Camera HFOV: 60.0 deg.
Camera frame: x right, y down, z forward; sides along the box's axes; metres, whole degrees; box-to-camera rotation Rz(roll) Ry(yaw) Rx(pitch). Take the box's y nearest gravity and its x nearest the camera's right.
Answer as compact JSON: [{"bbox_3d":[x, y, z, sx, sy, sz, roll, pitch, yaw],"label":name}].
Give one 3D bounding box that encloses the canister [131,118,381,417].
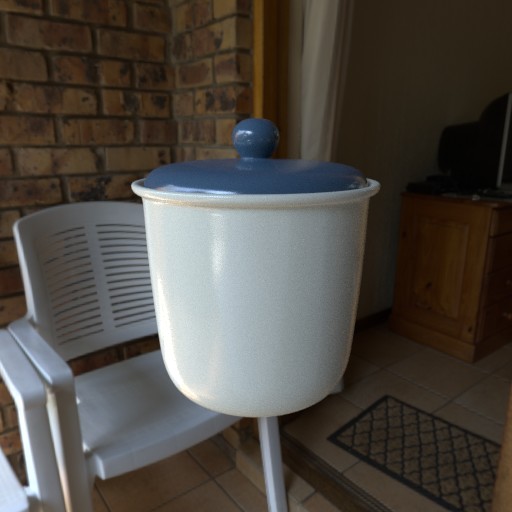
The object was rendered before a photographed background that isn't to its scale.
[{"bbox_3d":[0.000,0.000,0.350,0.182,0.208,0.182,0,15,0],"label":"canister"}]
